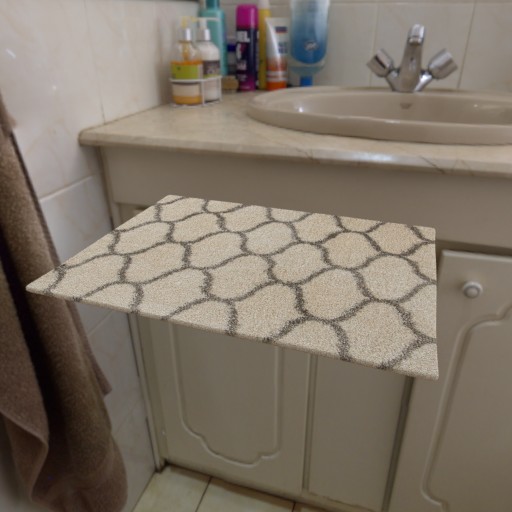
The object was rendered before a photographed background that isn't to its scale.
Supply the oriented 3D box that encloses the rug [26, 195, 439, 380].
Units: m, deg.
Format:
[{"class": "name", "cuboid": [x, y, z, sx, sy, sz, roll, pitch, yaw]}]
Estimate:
[{"class": "rug", "cuboid": [0.000, 0.000, 2.090, 1.600, 0.025, 1.200, 9, 29, 17]}]
